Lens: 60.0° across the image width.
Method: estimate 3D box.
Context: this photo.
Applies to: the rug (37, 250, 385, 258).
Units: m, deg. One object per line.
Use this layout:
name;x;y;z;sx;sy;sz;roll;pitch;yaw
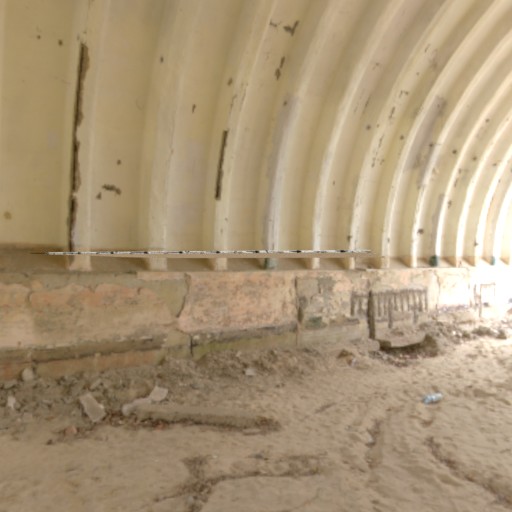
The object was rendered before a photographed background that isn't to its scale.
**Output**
rug;0.000;0.000;4.315;2.342;0.026;3.221;0;-1;18
